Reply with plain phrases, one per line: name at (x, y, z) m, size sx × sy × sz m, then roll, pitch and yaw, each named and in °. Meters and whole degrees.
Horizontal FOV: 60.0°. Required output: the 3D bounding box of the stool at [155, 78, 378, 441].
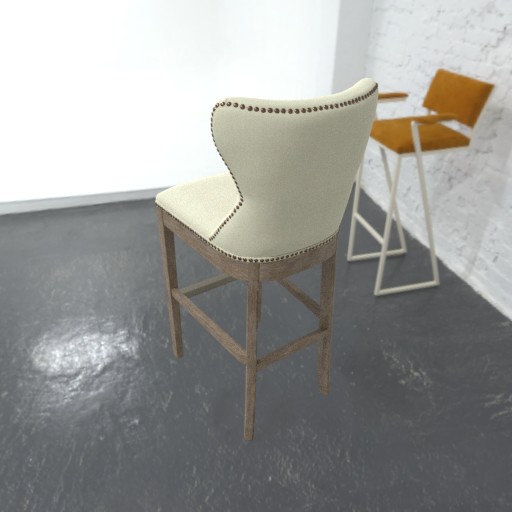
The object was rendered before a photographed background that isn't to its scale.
stool at (0.000, 0.000, 1.467) m, size 0.494 × 1.123 × 0.606 m, roll -20°, pitch 36°, yaw -29°
